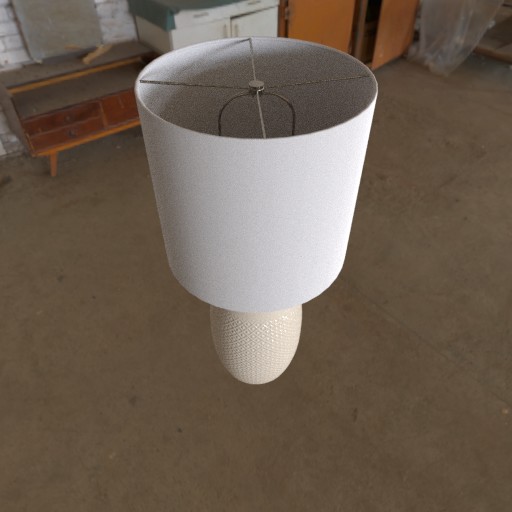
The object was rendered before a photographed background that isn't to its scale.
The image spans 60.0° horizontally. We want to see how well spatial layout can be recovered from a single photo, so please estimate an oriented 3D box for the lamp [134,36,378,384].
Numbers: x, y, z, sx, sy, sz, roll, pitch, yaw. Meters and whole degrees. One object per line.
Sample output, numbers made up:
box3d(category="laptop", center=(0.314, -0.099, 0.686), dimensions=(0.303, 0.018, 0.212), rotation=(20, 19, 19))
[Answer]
box3d(category="lamp", center=(0.000, 0.000, 0.560), dimensions=(0.217, 0.453, 0.217), rotation=(-3, 45, -3))
